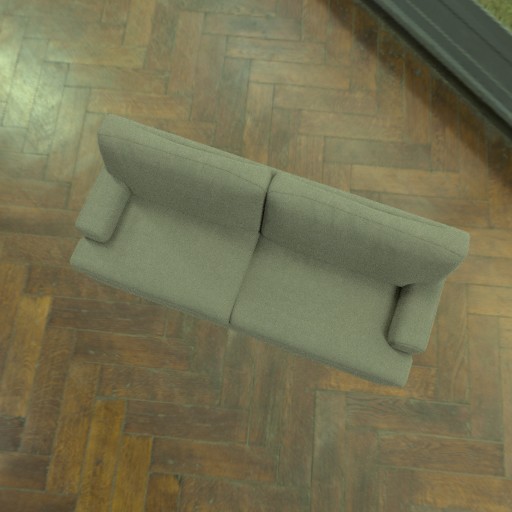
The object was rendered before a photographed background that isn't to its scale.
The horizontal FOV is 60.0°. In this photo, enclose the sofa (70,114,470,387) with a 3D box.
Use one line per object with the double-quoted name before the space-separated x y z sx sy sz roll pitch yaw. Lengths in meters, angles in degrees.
"sofa" 0.000 0.000 2.874 2.354 0.980 0.962 19 76 5
